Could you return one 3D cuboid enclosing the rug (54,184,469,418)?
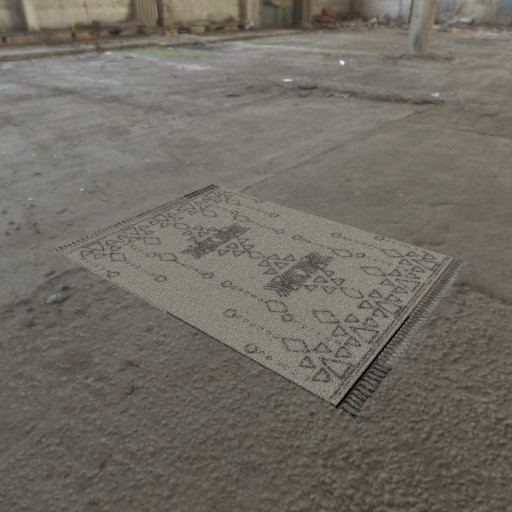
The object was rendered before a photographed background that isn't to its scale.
[{"bbox_3d":[0.000,0.000,2.993,2.312,0.013,1.600,22,36,32],"label":"rug"}]
